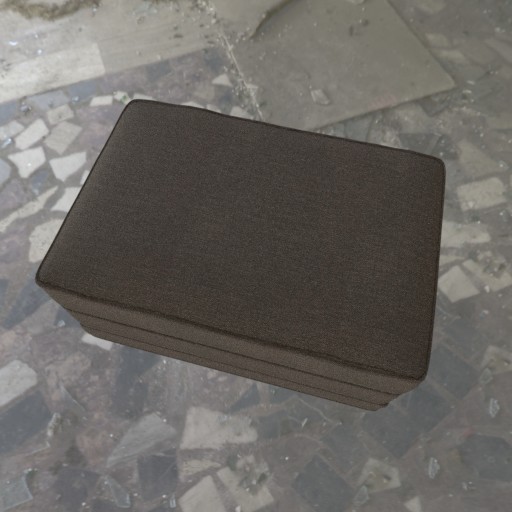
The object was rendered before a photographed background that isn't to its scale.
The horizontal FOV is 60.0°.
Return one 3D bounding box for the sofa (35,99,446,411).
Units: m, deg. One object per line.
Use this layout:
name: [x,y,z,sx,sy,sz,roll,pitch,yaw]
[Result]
sofa: [0.000,0.000,1.196,0.854,0.457,0.578,13,64,7]
